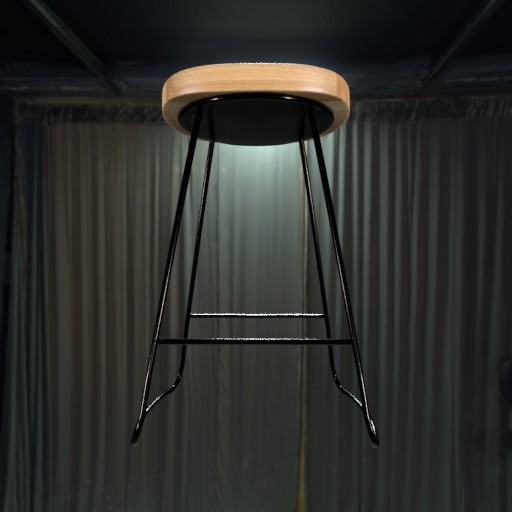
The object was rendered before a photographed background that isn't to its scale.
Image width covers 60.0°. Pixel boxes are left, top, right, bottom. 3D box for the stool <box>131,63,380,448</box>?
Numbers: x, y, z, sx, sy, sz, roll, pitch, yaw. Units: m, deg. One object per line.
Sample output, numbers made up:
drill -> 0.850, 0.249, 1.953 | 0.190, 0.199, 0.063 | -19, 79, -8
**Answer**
stool -> 0.000, 0.000, 0.950 | 0.480, 0.679, 0.401 | 0, -1, 1
